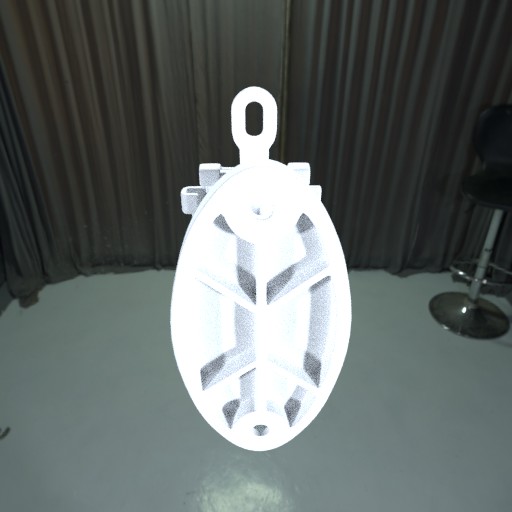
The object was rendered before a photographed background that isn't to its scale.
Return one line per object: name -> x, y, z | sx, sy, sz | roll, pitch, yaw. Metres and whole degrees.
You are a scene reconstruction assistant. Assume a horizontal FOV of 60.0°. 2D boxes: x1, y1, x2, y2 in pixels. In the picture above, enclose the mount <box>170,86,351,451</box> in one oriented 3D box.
mount -> 0.000, 0.000, 0.174 | 0.066, 0.118, 0.100 | -1, 31, -2
